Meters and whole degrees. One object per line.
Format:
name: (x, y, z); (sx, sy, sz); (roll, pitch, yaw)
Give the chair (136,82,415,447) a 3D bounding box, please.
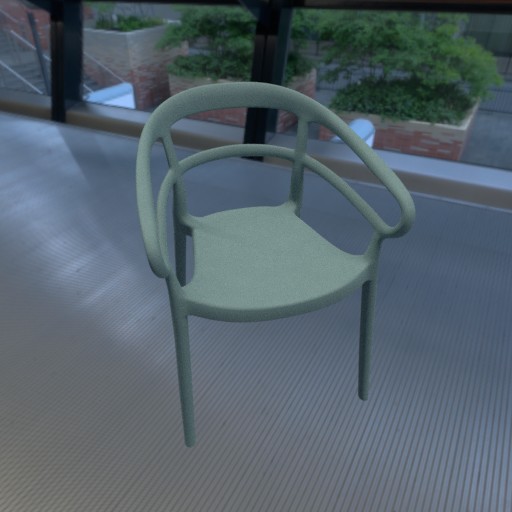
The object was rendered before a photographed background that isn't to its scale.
chair: (0.000, 0.000, 1.171); (0.559, 0.761, 0.527); (-10, 35, -14)
